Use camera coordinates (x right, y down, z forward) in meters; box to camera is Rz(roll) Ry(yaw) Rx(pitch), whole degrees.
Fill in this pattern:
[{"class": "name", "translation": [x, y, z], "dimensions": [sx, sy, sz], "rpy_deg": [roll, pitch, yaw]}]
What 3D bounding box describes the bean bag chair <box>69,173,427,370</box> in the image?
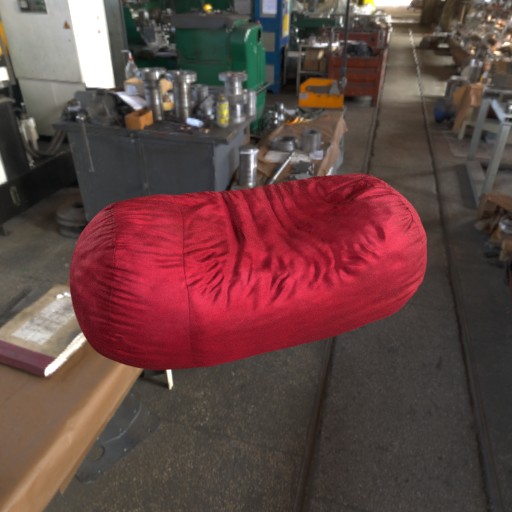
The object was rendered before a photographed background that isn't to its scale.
[{"class": "bean bag chair", "translation": [0.000, 0.000, 2.906], "dimensions": [2.293, 0.867, 1.216], "rpy_deg": [-10, 33, -15]}]
